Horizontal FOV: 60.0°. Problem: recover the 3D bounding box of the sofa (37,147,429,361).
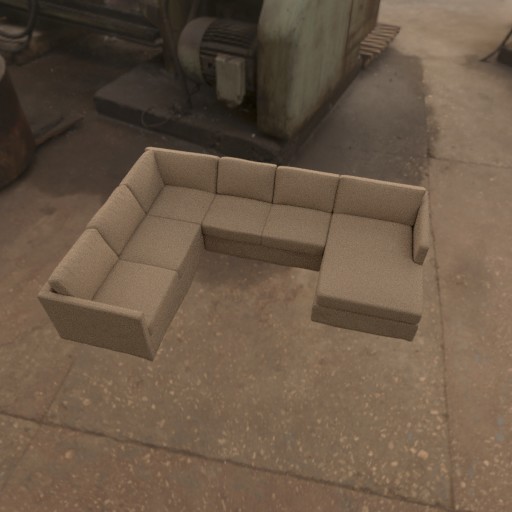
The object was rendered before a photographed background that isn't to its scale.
[{"bbox_3d":[0.000,0.000,4.657,3.460,0.882,2.427,10,47,10],"label":"sofa"}]
